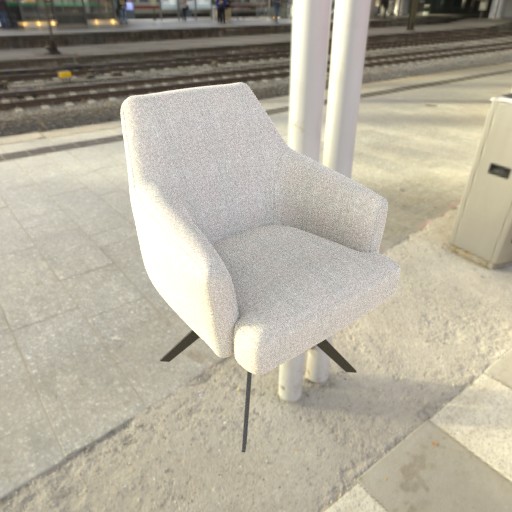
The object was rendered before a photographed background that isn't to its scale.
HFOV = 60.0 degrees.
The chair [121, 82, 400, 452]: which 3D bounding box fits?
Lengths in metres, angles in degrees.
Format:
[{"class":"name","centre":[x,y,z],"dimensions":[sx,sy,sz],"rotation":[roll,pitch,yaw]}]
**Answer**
[{"class":"chair","centre":[0.000,0.000,1.322],"dimensions":[0.642,0.874,0.677],"rotation":[-22,37,-34]}]
